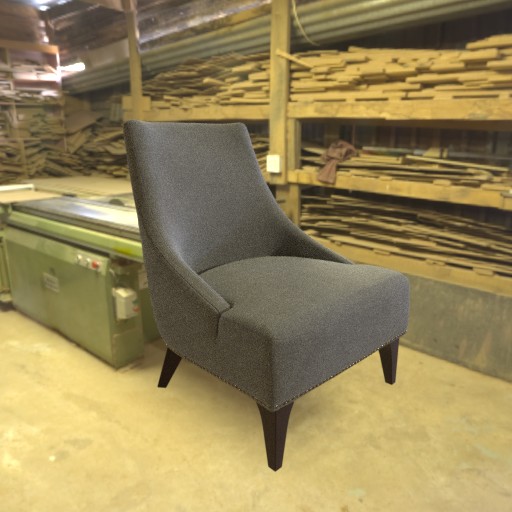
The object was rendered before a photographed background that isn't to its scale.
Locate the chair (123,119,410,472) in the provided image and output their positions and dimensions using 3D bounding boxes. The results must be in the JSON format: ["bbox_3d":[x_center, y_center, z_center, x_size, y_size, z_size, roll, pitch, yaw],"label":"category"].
[{"bbox_3d":[0.000,0.000,1.533,0.701,0.909,0.861,-14,20,-43],"label":"chair"}]
